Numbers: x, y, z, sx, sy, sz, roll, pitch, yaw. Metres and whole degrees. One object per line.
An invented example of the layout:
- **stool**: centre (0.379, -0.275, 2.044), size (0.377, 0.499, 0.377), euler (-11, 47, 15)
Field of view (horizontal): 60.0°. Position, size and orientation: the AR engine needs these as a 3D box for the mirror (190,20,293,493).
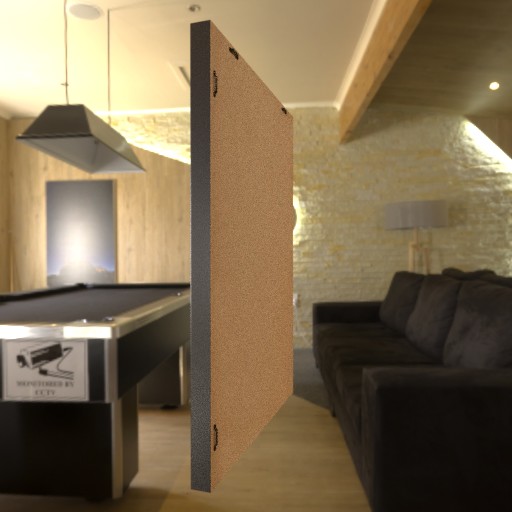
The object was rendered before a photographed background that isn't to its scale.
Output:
- **mirror**: centre (0.000, 0.000, 0.909), size (0.039, 0.710, 0.507), euler (0, 1, 19)
